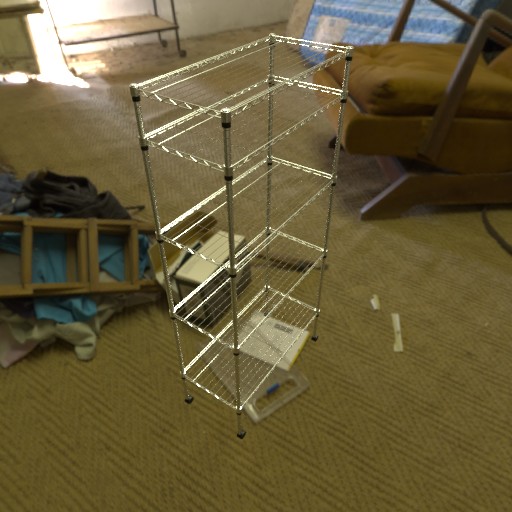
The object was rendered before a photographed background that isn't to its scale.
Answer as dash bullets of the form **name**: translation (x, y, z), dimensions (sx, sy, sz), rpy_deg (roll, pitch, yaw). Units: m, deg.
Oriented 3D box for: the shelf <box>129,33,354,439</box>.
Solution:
- **shelf**: translation (0.000, 0.000, 1.913), dimensions (0.356, 1.587, 0.762), rpy_deg (24, 45, 26)
